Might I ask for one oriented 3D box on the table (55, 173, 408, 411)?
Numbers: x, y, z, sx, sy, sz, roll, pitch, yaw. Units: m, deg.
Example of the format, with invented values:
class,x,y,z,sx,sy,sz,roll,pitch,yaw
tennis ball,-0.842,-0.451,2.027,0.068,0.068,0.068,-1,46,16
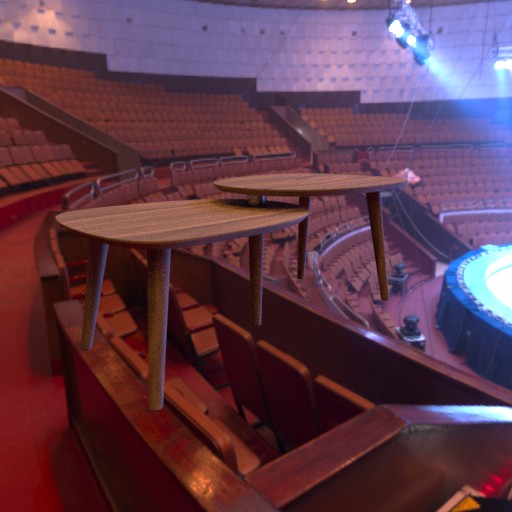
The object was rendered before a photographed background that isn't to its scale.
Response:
class,x,y,z,sx,sy,sz,roll,pitch,yaw
table,0.000,0.000,1.341,1.084,0.429,0.527,-14,20,-43
